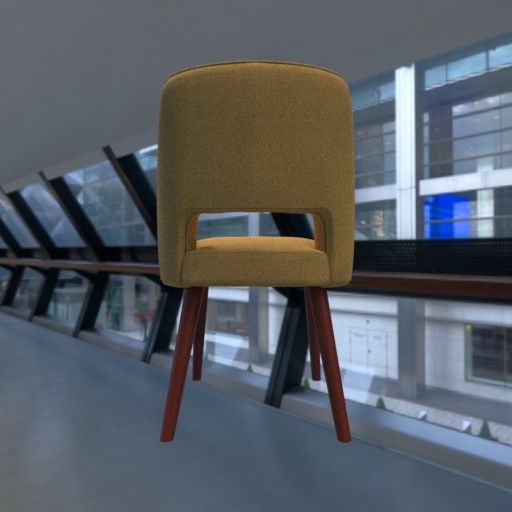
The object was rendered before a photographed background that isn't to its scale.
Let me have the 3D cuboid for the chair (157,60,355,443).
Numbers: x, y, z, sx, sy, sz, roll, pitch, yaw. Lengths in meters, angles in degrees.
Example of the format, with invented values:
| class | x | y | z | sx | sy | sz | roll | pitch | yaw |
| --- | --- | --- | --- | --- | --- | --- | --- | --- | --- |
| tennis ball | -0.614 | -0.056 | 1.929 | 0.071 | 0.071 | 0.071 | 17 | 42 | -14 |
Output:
| class | x | y | z | sx | sy | sz | roll | pitch | yaw |
| --- | --- | --- | --- | --- | --- | --- | --- | --- | --- |
| chair | 0.000 | 0.000 | 1.256 | 0.548 | 0.849 | 0.605 | 0 | -1 | 0 |
